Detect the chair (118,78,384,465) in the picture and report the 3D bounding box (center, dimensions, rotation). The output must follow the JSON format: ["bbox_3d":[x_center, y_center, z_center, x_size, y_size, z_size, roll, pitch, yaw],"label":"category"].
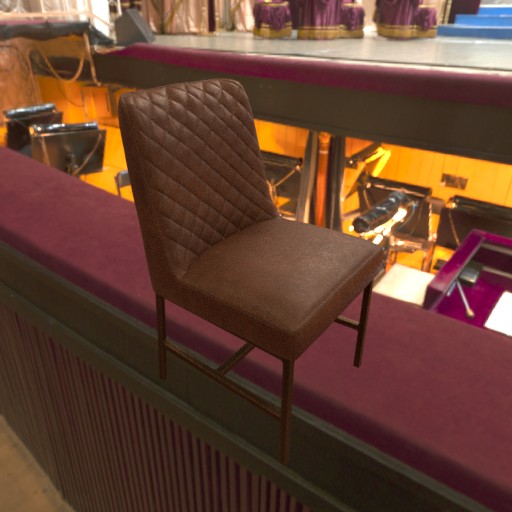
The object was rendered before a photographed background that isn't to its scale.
[{"bbox_3d":[0.000,0.000,1.276,0.587,0.889,0.508,20,34,31],"label":"chair"}]
